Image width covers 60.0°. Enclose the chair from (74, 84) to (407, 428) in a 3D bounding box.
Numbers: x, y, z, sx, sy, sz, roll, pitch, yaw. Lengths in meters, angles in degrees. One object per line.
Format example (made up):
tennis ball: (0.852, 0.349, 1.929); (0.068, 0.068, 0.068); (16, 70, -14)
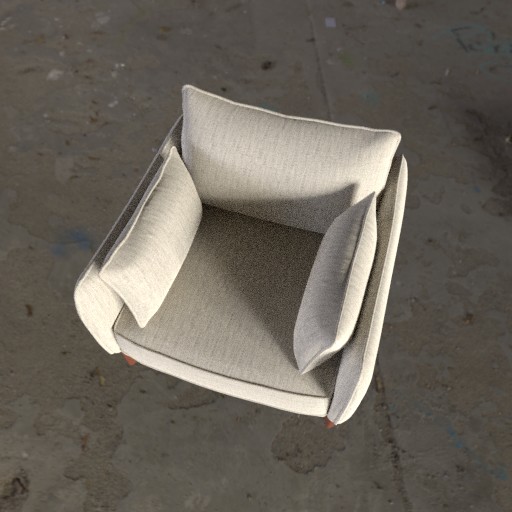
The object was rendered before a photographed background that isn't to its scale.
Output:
chair: (0.000, 0.000, 1.710); (0.994, 0.855, 0.991); (15, 58, 9)
